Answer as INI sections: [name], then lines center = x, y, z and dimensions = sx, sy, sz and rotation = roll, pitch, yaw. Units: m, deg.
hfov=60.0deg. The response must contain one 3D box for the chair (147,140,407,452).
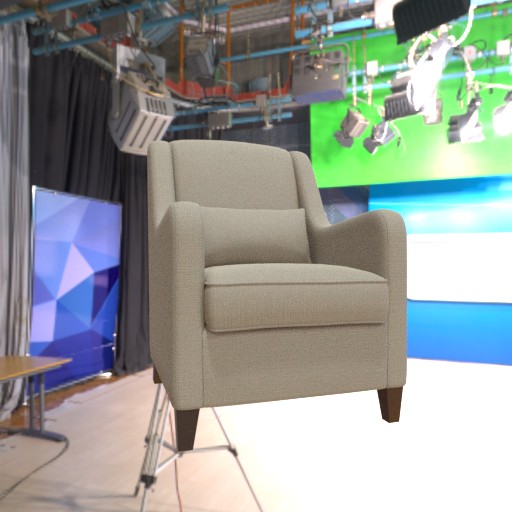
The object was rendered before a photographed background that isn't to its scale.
[chair]
center = 0.000, 0.000, 1.622
dimensions = 0.715, 1.017, 0.896
rotation = 0, 0, -18
